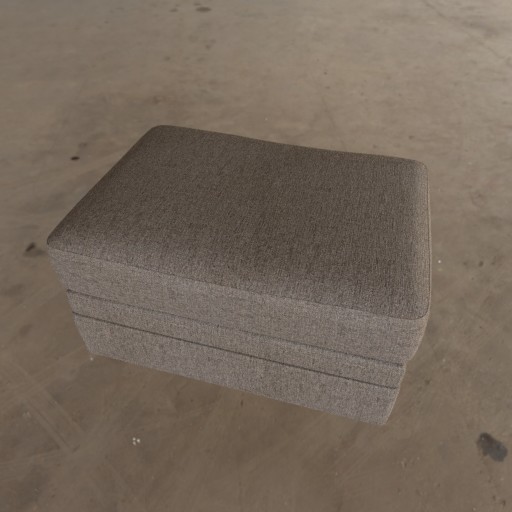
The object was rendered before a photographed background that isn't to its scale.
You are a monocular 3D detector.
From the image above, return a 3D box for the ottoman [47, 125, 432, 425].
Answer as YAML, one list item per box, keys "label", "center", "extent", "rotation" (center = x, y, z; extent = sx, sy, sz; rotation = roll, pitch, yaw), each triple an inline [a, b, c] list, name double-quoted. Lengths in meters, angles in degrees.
- label: "ottoman"
  center: [0.000, 0.000, 1.266]
  extent: [0.885, 0.478, 0.637]
  rotation: [11, 44, 11]
